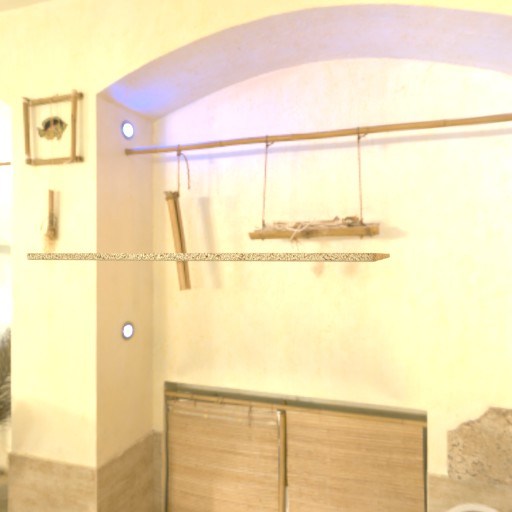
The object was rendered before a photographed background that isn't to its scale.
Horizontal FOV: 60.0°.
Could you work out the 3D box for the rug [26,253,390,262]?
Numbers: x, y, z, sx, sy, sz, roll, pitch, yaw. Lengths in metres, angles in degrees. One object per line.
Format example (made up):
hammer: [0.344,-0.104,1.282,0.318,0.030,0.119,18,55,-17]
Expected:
rug: [0.000,0.000,2.134,1.199,0.025,1.600,0,0,18]
